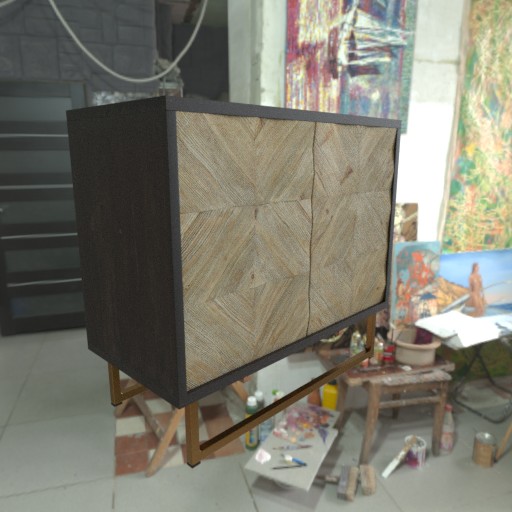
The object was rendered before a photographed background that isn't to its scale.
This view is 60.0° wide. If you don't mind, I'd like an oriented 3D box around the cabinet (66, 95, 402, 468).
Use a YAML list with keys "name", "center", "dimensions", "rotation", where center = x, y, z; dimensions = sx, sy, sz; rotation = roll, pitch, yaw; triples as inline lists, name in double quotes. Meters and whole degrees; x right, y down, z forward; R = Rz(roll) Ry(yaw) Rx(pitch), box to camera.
- name: "cabinet"
  center: [0.000, 0.000, 1.424]
  dimensions: [0.451, 0.860, 0.950]
  rotation: [13, 18, 43]
